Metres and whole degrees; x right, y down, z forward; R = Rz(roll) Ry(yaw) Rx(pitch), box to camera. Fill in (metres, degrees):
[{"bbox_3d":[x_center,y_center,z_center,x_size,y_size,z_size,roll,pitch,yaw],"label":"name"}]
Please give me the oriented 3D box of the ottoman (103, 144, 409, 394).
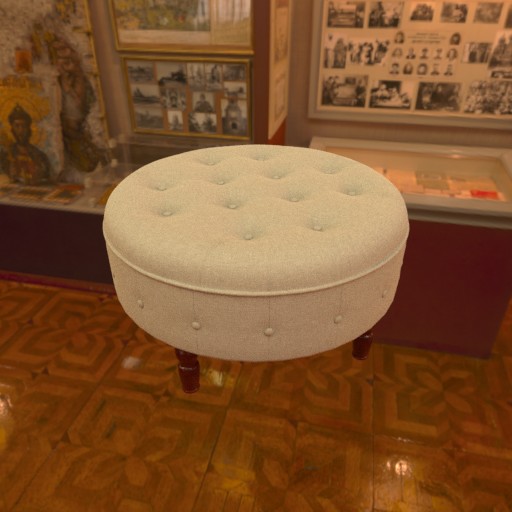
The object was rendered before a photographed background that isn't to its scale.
[{"bbox_3d":[0.000,0.000,1.365,0.849,0.478,0.849,0,31,0],"label":"ottoman"}]
